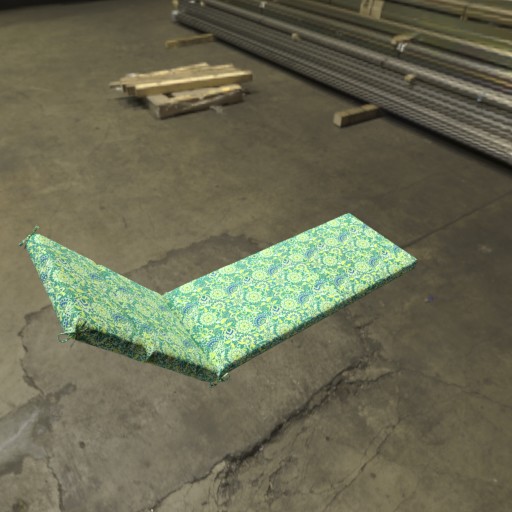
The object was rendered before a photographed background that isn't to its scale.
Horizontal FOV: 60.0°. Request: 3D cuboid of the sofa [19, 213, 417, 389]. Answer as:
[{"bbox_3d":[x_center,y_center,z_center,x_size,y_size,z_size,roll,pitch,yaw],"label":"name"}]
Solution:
[{"bbox_3d":[0.000,0.000,1.913,1.663,0.622,0.582,-24,46,-25],"label":"sofa"}]
